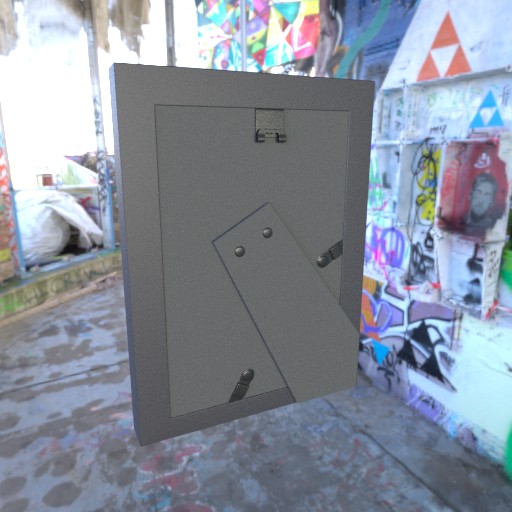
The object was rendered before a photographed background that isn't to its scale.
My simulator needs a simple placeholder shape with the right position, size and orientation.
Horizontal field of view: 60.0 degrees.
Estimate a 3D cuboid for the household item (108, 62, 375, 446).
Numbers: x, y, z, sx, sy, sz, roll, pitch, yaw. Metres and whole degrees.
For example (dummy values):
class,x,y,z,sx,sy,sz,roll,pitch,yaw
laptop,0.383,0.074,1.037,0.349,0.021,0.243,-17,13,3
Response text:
class,x,y,z,sx,sy,sz,roll,pitch,yaw
household item,0.000,0.000,0.232,0.133,0.178,0.022,-7,16,-25
